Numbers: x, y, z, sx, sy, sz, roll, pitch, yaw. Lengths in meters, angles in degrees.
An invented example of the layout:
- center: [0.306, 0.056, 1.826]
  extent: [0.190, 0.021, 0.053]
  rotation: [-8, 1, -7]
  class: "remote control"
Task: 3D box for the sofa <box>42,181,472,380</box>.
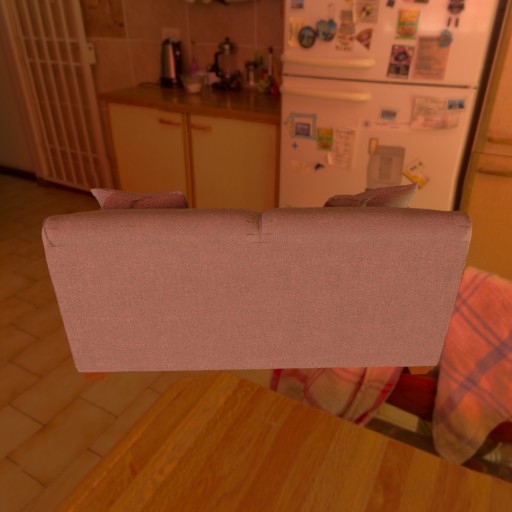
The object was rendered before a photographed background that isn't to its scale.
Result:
- center: [0.000, 0.000, 2.469]
  extent: [1.846, 0.958, 1.000]
  rotation: [-1, 30, -1]
  class: "sofa"
